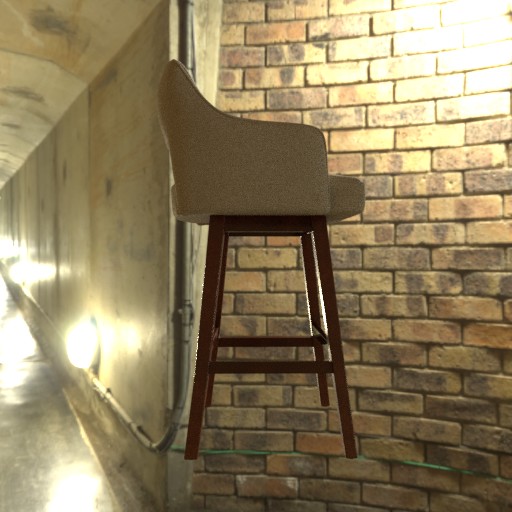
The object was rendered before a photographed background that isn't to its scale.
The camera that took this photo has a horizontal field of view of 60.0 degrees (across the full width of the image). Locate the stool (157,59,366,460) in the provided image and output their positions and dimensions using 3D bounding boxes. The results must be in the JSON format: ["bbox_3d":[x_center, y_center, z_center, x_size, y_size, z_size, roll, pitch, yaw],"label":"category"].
[{"bbox_3d":[0.000,0.000,1.339,0.560,1.041,0.550,0,0,-1],"label":"stool"}]
